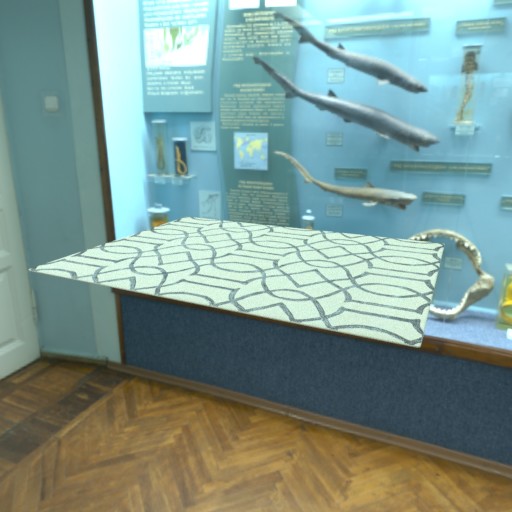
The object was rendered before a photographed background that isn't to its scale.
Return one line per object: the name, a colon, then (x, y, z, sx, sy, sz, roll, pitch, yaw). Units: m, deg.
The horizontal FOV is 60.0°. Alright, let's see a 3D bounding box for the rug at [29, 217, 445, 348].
rug: (0.000, 0.000, 3.831, 2.910, 0.021, 2.211, 8, 19, 24)
